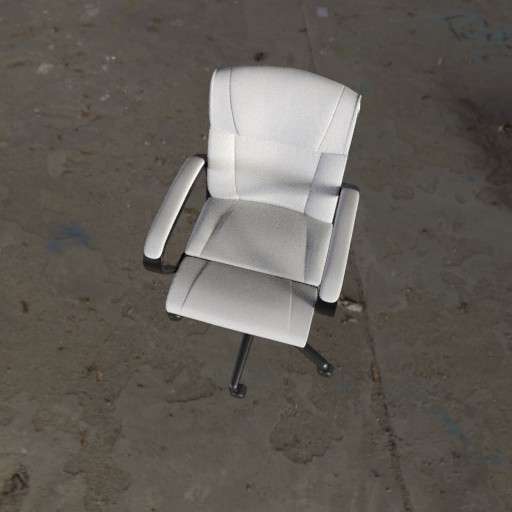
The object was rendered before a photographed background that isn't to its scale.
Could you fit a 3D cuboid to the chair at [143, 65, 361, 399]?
[{"bbox_3d":[0.000,0.000,1.519,0.739,1.004,0.717,14,59,9],"label":"chair"}]
